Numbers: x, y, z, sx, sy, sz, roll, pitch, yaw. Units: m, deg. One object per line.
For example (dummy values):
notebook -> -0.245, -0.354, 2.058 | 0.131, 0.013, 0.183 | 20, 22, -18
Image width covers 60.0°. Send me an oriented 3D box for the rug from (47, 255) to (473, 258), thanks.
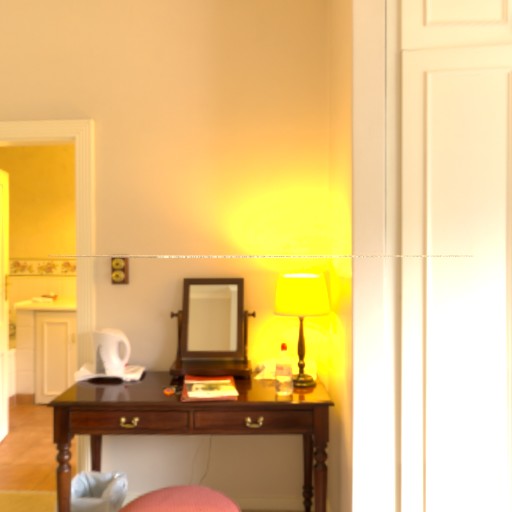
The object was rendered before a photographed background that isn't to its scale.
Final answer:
rug -> 0.000, 0.000, 4.037 | 3.037, 0.010, 2.453 | 0, 0, -37
